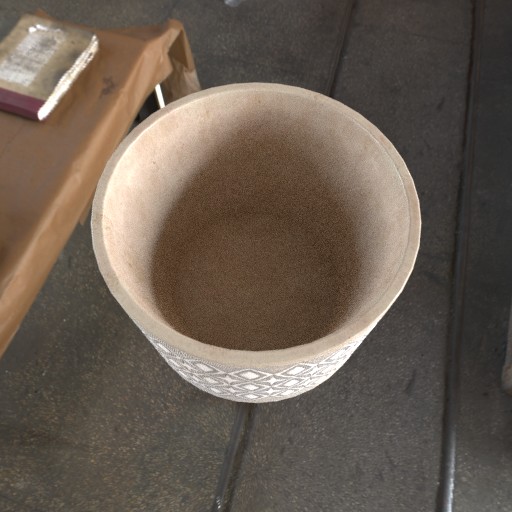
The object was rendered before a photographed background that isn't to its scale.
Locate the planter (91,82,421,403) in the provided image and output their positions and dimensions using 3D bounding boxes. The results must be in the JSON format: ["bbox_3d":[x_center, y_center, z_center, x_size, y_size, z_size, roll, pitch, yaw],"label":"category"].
[{"bbox_3d":[0.000,0.000,0.279,0.164,0.127,0.164,0,64,0],"label":"planter"}]
